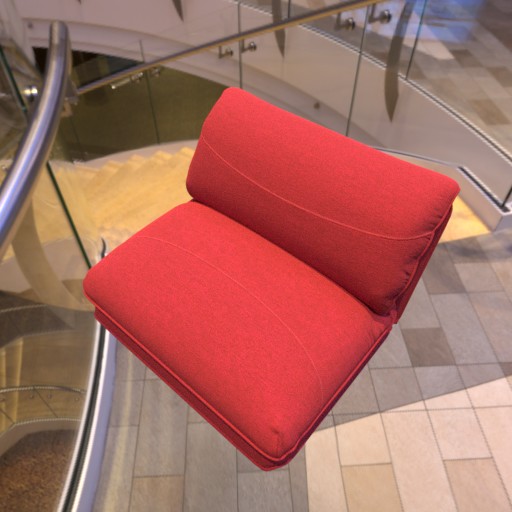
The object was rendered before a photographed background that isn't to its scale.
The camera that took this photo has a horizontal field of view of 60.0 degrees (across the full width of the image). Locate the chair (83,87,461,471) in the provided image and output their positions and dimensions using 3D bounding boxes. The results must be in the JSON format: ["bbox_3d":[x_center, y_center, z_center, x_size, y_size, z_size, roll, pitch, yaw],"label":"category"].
[{"bbox_3d":[0.000,0.000,1.311,0.820,0.580,0.780,32,55,26],"label":"chair"}]
